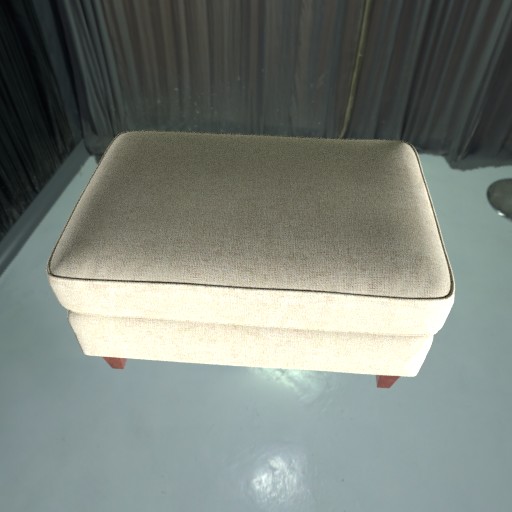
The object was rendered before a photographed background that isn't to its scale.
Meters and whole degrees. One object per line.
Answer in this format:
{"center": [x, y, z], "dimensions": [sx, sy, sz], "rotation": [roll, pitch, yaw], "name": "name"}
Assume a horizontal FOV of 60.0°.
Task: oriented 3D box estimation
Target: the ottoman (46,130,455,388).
{"center": [0.000, 0.000, 1.223], "dimensions": [0.862, 0.484, 0.583], "rotation": [3, 47, 3], "name": "ottoman"}
